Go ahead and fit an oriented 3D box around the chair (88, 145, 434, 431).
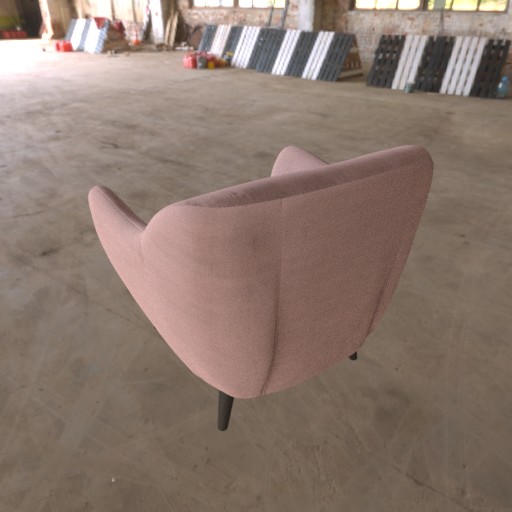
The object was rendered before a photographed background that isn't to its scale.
[{"bbox_3d":[0.000,0.000,1.448,0.840,0.820,0.820,-19,35,-28],"label":"chair"}]
